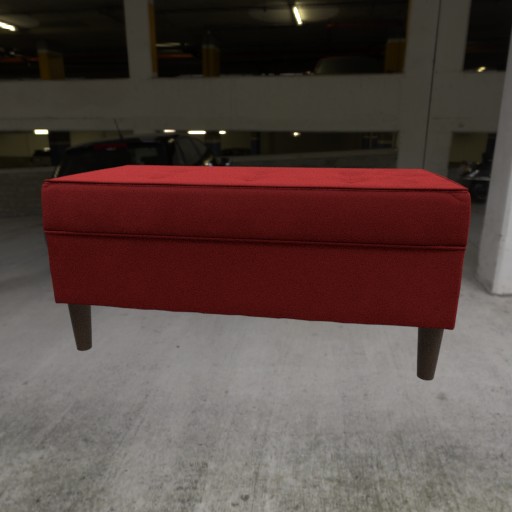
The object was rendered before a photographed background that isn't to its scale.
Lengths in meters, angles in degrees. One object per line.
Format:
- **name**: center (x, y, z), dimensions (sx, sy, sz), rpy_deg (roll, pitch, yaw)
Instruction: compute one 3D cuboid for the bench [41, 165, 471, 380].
- **bench**: center (0.000, 0.000, 1.284), dimensions (1.016, 0.471, 0.492), rpy_deg (3, 16, 9)
